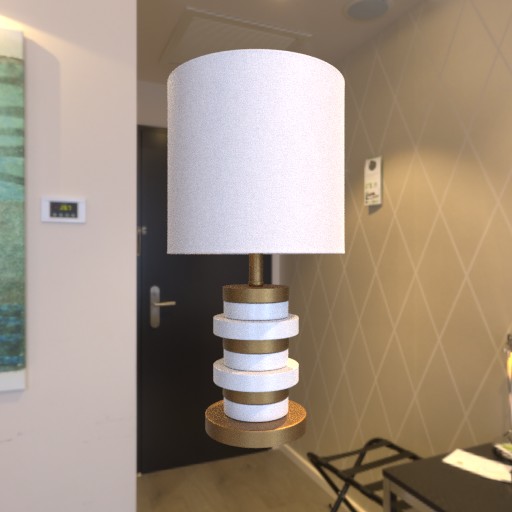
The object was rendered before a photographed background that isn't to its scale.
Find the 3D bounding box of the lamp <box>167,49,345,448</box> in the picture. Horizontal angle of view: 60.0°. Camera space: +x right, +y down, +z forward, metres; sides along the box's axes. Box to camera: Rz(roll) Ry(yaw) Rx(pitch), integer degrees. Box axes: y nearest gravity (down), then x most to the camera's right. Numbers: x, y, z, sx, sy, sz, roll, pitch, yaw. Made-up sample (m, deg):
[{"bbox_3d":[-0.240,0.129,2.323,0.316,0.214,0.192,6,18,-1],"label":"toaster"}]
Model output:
[{"bbox_3d":[0.000,0.000,0.534,0.210,0.410,0.210,0,0,36],"label":"lamp"}]
